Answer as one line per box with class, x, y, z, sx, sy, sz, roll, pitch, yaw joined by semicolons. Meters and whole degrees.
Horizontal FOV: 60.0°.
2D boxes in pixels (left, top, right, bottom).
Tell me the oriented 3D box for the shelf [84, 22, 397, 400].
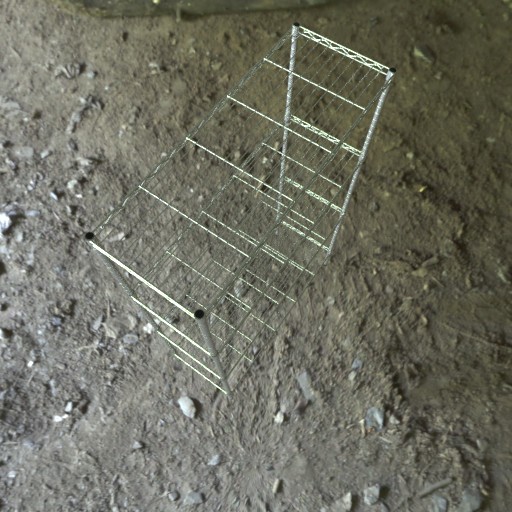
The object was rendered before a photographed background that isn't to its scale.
shelf;0.000;0.000;1.759;0.352;1.360;0.907;33;69;14
